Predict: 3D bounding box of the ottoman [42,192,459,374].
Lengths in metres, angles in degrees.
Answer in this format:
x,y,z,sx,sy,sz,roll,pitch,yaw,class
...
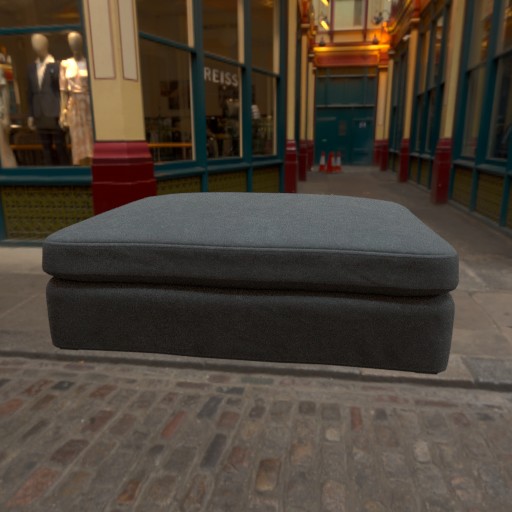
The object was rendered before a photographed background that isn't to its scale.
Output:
x,y,z,sx,sy,sz,roll,pitch,yaw,class
0.000,0.000,1.616,1.199,0.429,0.840,2,16,7,ottoman
